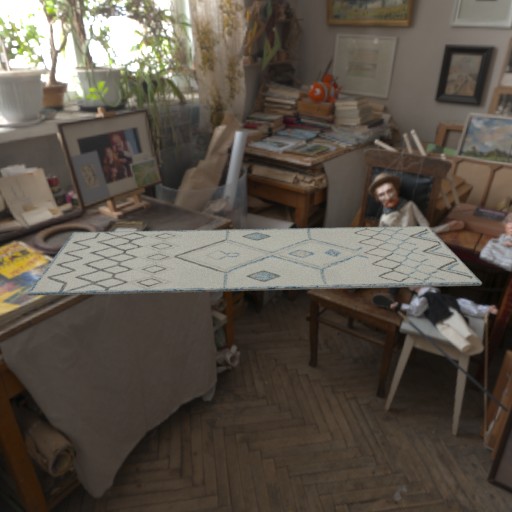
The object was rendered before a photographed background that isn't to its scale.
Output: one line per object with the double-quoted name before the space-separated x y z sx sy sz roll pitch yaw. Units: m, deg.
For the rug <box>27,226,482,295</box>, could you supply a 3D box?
"rug" 0.000 0.000 2.704 2.434 0.013 0.770 -1 28 -2
